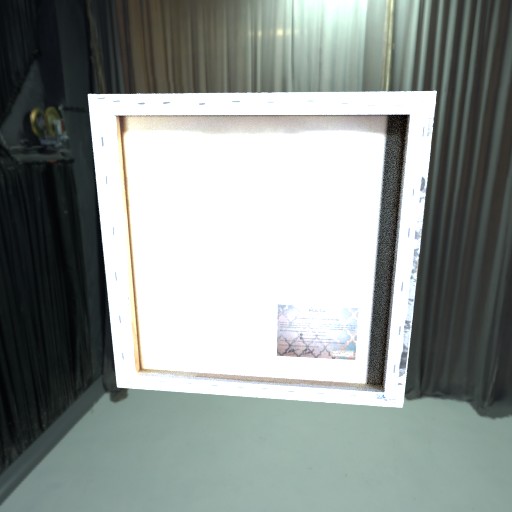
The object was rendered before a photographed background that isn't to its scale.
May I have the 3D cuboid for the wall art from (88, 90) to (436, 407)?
[{"bbox_3d":[0.000,0.000,0.594,0.411,0.410,0.038,2,16,7],"label":"wall art"}]
